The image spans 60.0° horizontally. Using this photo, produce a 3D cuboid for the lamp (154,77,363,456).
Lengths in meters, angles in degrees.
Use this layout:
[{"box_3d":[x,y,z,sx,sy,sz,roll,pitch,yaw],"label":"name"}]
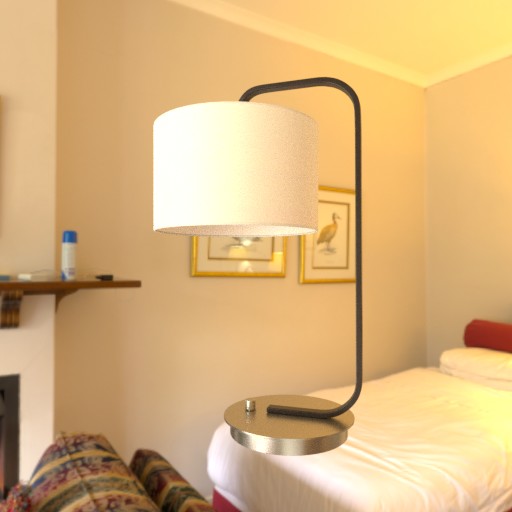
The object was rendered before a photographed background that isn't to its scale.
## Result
[{"box_3d":[0.000,0.000,0.618,0.288,0.473,0.230,0,-1,18],"label":"lamp"}]
